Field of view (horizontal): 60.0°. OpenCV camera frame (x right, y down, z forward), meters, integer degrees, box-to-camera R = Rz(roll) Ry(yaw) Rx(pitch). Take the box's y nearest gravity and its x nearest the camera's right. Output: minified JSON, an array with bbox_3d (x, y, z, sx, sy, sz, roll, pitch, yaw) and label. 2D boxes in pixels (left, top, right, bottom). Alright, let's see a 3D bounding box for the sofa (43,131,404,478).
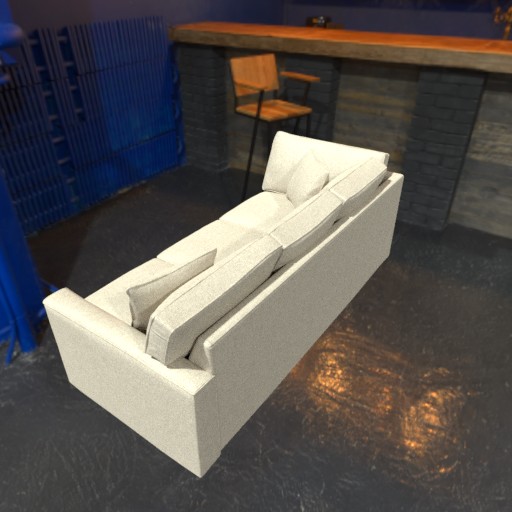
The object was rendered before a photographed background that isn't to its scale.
[{"bbox_3d":[0.000,0.000,2.836,1.053,0.948,2.323,21,38,29],"label":"sofa"}]
